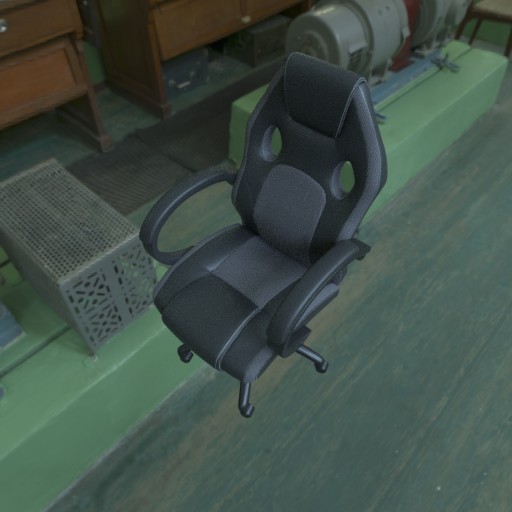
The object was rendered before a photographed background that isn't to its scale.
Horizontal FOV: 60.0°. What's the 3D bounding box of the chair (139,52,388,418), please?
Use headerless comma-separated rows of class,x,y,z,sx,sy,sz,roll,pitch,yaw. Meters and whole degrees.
chair,0.000,0.000,1.602,0.673,1.187,0.724,34,56,26
